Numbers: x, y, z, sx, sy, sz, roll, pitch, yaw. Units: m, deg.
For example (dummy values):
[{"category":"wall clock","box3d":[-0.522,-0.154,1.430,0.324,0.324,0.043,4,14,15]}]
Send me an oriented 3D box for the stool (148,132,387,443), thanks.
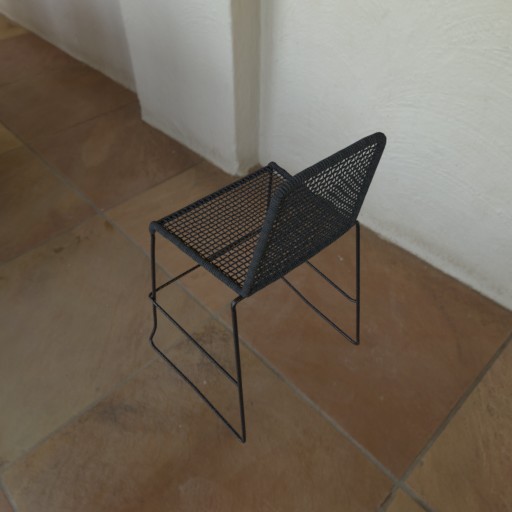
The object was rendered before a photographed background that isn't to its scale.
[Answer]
[{"category":"stool","box3d":[0.000,0.000,1.277,0.590,0.905,0.509,-32,54,-27]}]
